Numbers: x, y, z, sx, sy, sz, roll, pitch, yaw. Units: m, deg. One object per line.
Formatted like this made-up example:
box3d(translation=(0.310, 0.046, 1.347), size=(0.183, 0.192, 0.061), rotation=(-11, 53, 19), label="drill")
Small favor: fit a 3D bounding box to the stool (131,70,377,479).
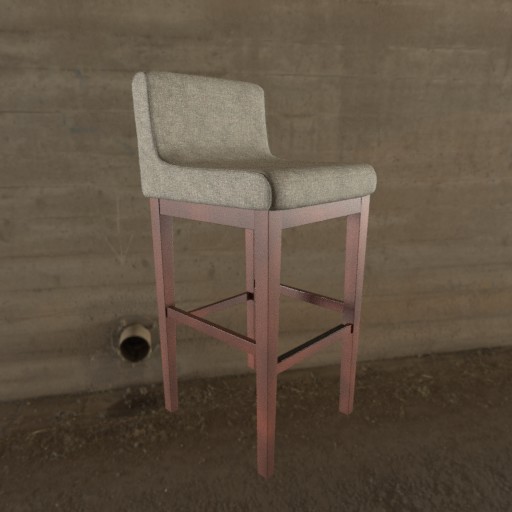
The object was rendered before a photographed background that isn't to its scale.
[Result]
box3d(translation=(0.000, 0.000, 1.229), size=(0.499, 0.965, 0.426), rotation=(14, 20, 42), label="stool")
